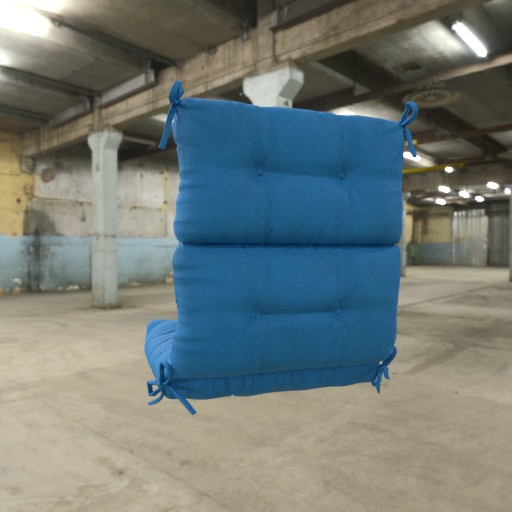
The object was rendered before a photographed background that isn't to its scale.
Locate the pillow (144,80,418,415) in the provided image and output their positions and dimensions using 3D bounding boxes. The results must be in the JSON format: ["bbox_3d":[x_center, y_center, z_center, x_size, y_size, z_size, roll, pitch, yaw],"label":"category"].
[{"bbox_3d":[0.000,0.000,1.042,0.519,0.605,0.571,0,0,-18],"label":"pillow"}]
